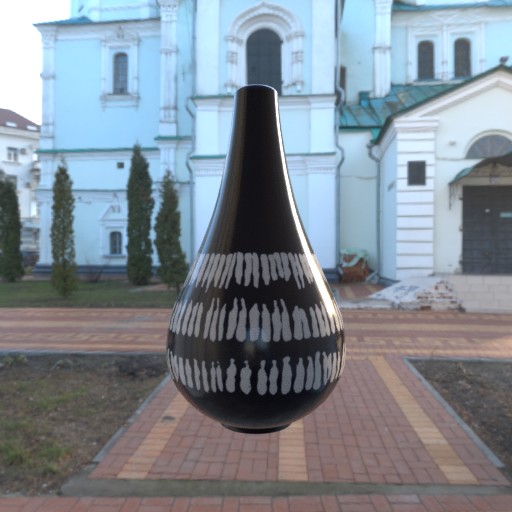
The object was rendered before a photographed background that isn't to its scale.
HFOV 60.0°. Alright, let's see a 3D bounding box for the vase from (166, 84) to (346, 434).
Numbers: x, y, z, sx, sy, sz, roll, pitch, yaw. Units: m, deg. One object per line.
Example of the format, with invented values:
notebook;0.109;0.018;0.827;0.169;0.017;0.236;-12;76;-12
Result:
vase;0.000;0.000;0.398;0.159;0.295;0.159;0;0;0
